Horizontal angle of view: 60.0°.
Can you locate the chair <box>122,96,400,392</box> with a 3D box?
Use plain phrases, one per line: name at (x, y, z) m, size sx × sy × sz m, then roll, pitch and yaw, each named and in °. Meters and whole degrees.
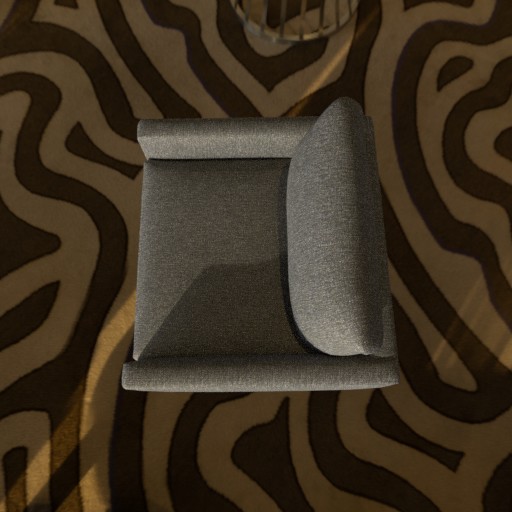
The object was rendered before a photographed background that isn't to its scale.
chair at (0.000, 0.000, 1.647) m, size 0.866 × 0.861 × 0.963 m, roll -1°, pitch 74°, yaw 0°
